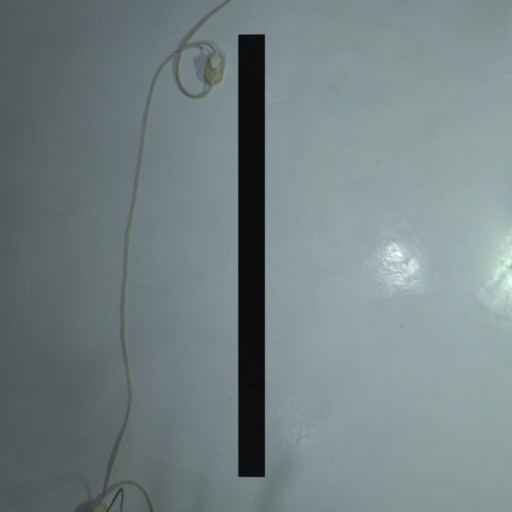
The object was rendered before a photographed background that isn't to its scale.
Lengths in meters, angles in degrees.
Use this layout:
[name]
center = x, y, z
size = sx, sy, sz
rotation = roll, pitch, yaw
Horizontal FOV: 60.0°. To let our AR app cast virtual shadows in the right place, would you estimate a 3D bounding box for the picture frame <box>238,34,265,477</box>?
[picture frame]
center = 0.000, 0.000, 0.739
size = 0.028, 0.556, 0.460
rotation = 0, 90, 1
